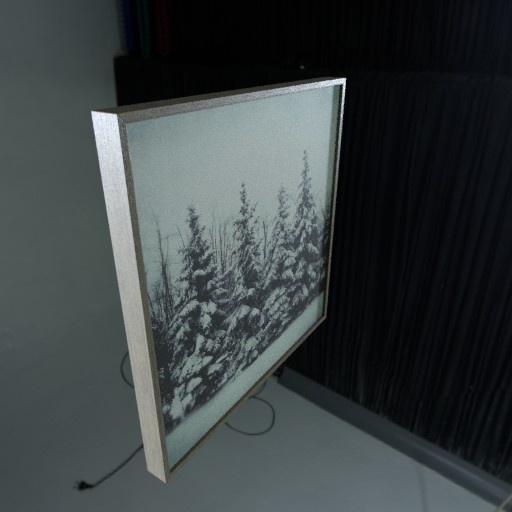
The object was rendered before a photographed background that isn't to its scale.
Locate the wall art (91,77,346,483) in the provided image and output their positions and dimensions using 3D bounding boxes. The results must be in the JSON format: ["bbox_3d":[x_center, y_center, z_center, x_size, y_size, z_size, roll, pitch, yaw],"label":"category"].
[{"bbox_3d":[0.000,0.000,0.717,0.037,0.507,0.507,17,31,31],"label":"wall art"}]
